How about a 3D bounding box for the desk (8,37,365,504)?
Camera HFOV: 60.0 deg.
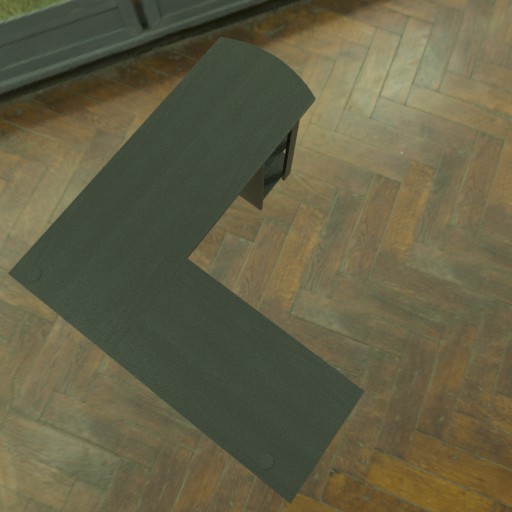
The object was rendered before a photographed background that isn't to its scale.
[{"bbox_3d":[0.000,0.000,2.040,1.303,0.716,1.361,36,79,8],"label":"desk"}]
